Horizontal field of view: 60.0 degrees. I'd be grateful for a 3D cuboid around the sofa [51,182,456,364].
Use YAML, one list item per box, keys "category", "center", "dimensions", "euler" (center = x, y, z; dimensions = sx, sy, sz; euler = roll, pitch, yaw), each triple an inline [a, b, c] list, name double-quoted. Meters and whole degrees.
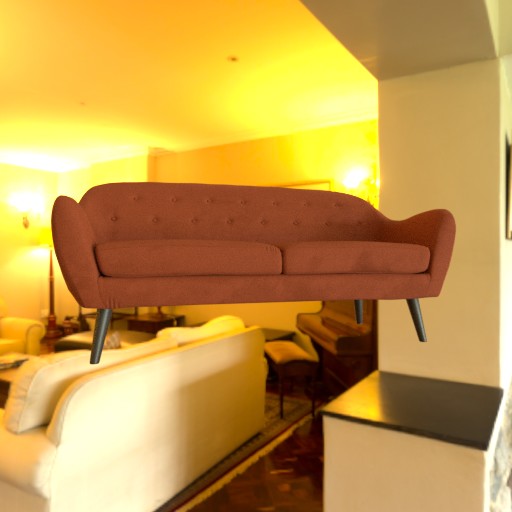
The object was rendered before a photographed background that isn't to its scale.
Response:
- category: "sofa"
  center: [0.000, 0.000, 2.264]
  dimensions: [1.840, 0.836, 0.820]
  euler: [0, 0, -17]
